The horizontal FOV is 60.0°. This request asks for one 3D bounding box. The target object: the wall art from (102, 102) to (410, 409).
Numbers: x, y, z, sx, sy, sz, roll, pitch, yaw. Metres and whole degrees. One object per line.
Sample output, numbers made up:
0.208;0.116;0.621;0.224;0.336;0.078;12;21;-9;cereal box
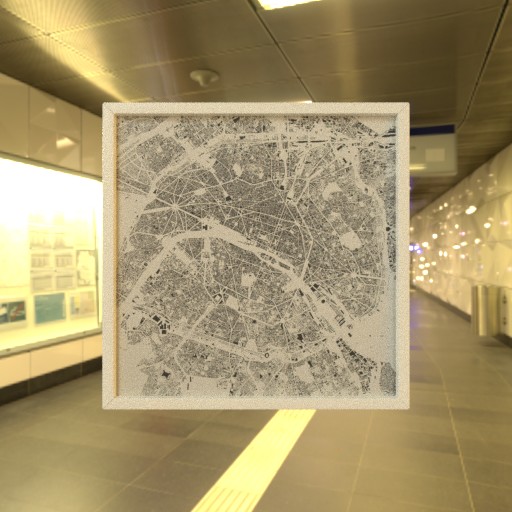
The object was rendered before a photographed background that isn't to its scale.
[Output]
0.000;0.000;0.457;0.305;0.305;0.038;0;0;0;wall art
